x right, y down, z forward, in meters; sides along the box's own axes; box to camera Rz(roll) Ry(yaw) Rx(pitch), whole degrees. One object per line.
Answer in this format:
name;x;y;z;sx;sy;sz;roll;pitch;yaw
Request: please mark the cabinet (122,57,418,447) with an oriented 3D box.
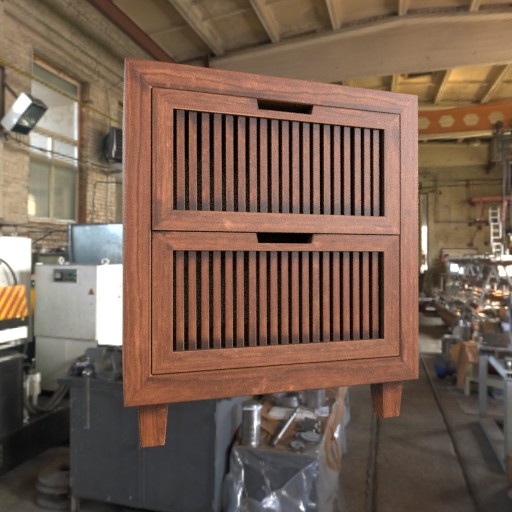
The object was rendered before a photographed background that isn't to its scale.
cabinet;0.000;0.000;1.058;0.607;0.695;0.410;0;0;-17
